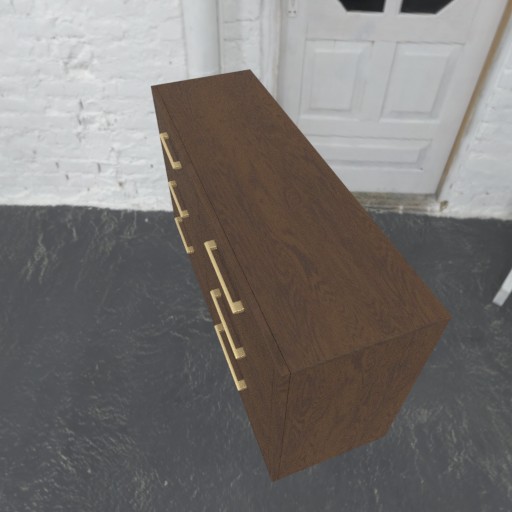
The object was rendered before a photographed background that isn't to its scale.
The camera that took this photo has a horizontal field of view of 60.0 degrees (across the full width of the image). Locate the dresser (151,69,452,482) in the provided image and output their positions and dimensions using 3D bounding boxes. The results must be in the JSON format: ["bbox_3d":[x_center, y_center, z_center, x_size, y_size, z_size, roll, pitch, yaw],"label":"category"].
[{"bbox_3d":[0.000,0.000,1.894,0.512,0.889,1.523,-15,49,-14],"label":"dresser"}]
